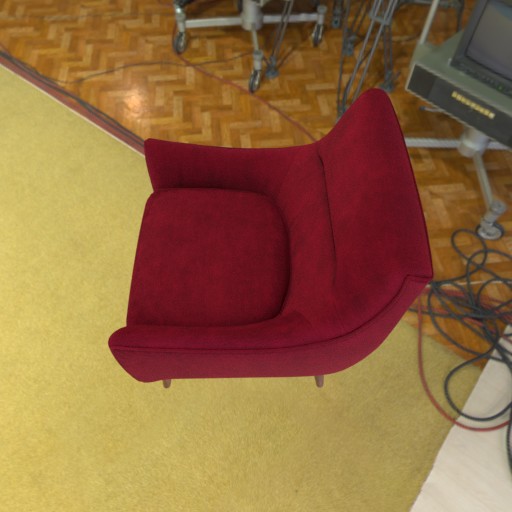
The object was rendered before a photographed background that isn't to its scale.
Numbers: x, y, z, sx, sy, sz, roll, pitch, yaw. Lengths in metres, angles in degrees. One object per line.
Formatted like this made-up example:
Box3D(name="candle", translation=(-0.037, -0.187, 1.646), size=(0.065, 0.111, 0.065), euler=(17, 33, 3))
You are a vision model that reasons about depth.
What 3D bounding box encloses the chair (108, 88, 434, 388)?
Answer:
Box3D(name="chair", translation=(0.000, 0.000, 1.427), size=(0.787, 0.838, 0.762), euler=(0, 58, 0))
